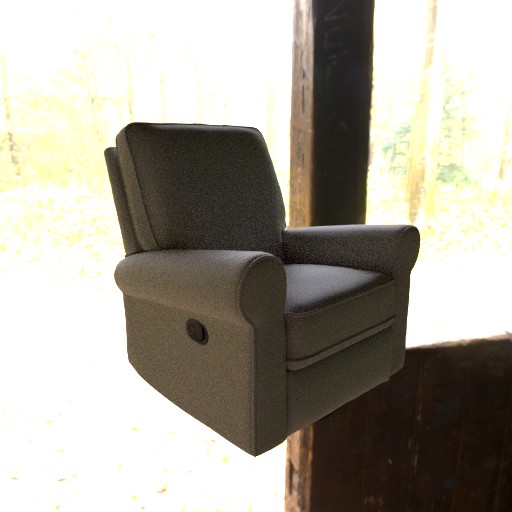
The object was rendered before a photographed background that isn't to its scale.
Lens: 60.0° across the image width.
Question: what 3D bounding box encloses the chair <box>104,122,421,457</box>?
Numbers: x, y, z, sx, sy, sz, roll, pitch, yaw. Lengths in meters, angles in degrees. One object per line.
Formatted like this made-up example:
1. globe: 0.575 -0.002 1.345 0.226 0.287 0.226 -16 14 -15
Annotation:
1. chair: 0.000 0.000 1.620 0.890 0.960 0.878 -12 17 -42
